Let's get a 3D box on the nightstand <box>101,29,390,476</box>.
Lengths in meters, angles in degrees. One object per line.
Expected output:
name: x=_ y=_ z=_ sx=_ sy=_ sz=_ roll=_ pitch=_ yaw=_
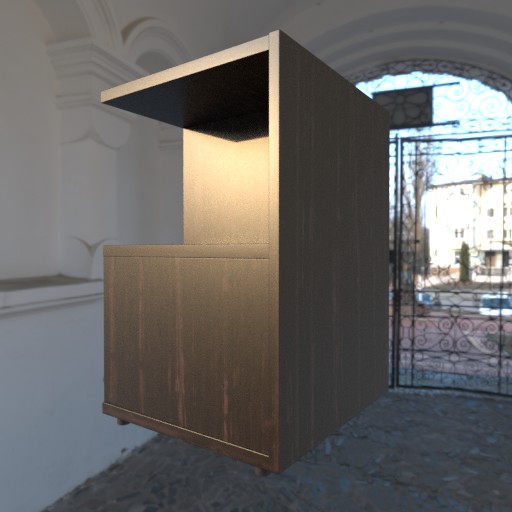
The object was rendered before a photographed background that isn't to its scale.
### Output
nightstand: x=0.000 y=0.000 z=0.807 sx=0.356 sy=0.559 sz=0.400 roll=1 pitch=1 yaw=36
